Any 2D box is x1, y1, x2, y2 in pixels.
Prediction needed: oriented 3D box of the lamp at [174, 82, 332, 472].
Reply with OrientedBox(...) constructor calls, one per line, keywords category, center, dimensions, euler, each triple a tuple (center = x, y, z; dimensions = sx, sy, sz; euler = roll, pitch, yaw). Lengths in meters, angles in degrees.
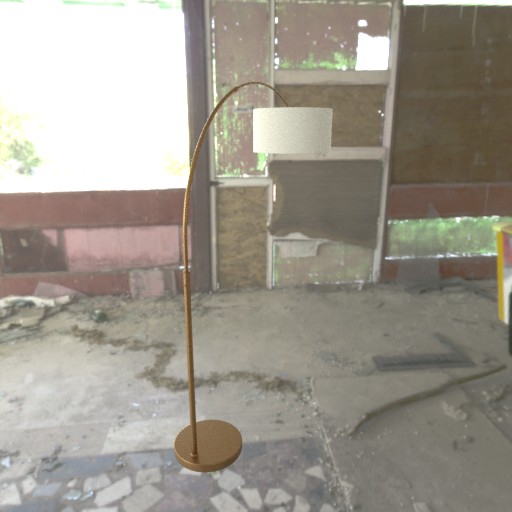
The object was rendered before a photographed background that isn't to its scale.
OrientedBox(category="lamp", center=(0.000, 0.000, 2.618), dimensions=(0.493, 1.927, 1.434), euler=(9, 18, 28))
